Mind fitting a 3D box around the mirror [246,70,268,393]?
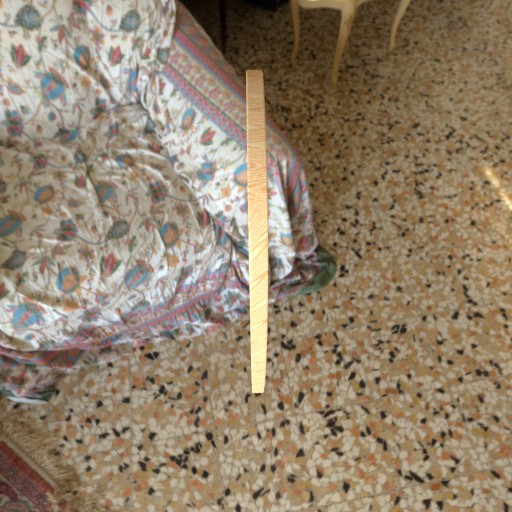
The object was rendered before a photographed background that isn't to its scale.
[{"bbox_3d":[0.000,0.000,1.340,0.037,1.075,0.724,-1,57,-1],"label":"mirror"}]
